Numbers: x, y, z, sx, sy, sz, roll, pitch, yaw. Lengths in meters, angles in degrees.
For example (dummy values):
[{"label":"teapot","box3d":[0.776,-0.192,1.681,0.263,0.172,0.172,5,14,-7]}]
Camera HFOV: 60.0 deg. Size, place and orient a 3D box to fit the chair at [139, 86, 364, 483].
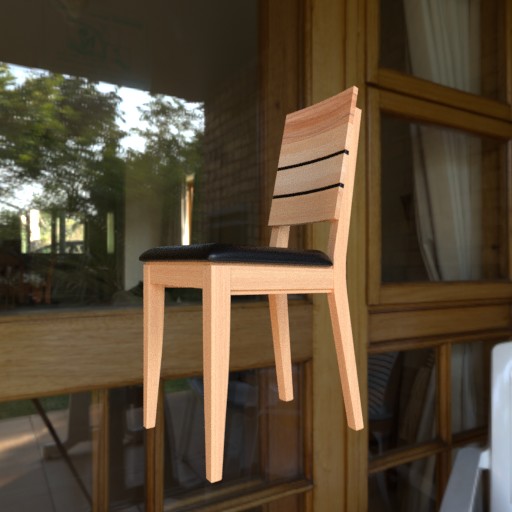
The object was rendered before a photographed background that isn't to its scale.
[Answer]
[{"label":"chair","box3d":[0.000,0.000,1.210,0.520,0.940,0.410,1,-1,-35]}]
